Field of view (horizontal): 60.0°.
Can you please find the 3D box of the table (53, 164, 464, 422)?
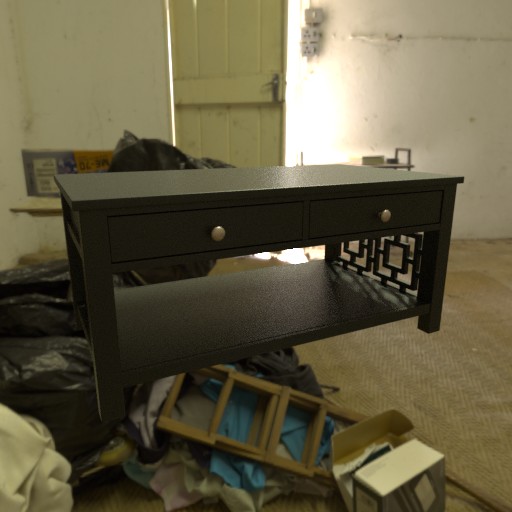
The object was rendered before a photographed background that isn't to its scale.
[{"bbox_3d":[0.000,0.000,1.379,1.068,0.493,0.612,-8,17,-26],"label":"table"}]
